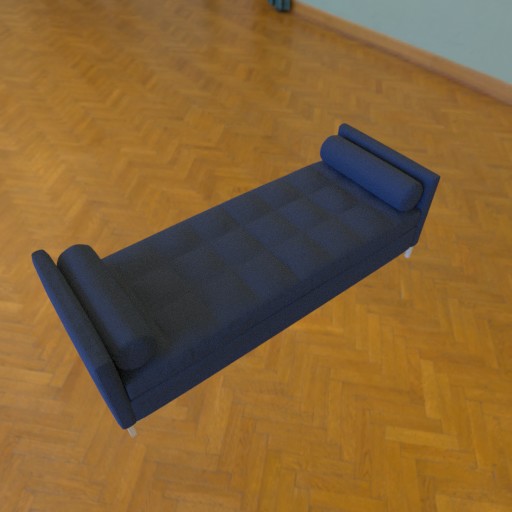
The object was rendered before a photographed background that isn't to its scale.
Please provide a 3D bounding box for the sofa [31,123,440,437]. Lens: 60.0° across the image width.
[{"bbox_3d":[0.000,0.000,2.524,2.102,0.657,0.797,-28,51,-25],"label":"sofa"}]
